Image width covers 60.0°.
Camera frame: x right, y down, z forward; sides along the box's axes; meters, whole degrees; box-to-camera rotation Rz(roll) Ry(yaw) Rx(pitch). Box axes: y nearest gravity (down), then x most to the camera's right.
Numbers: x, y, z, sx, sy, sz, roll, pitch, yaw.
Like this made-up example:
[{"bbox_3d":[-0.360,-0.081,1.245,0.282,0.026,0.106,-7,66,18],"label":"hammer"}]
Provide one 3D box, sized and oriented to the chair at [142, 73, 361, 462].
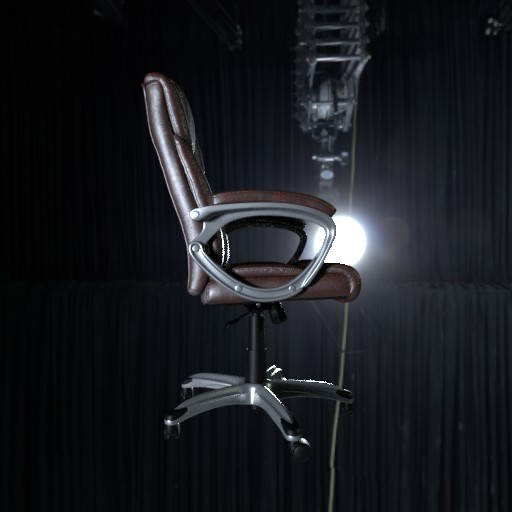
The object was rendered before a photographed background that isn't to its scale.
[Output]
[{"bbox_3d":[0.000,0.000,1.535,0.692,1.128,0.656,0,0,-2],"label":"chair"}]
